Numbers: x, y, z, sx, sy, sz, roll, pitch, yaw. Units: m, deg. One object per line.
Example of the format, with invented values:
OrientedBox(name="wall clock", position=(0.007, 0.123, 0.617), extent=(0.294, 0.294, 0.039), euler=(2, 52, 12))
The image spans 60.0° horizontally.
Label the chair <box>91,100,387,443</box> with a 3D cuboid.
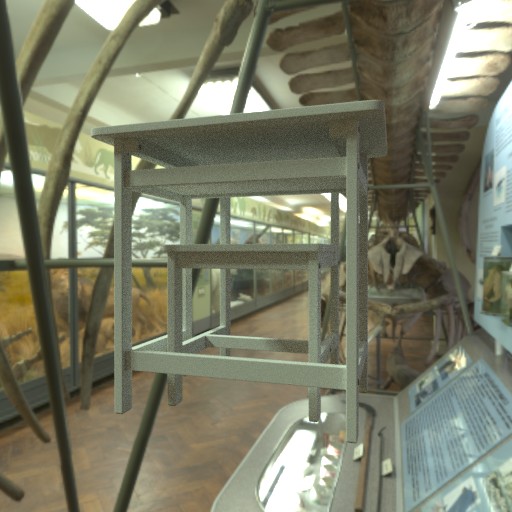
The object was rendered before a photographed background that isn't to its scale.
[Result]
OrientedBox(name="chair", position=(0.000, 0.000, 1.063), extent=(0.599, 0.673, 0.461), euler=(0, 0, 17))
